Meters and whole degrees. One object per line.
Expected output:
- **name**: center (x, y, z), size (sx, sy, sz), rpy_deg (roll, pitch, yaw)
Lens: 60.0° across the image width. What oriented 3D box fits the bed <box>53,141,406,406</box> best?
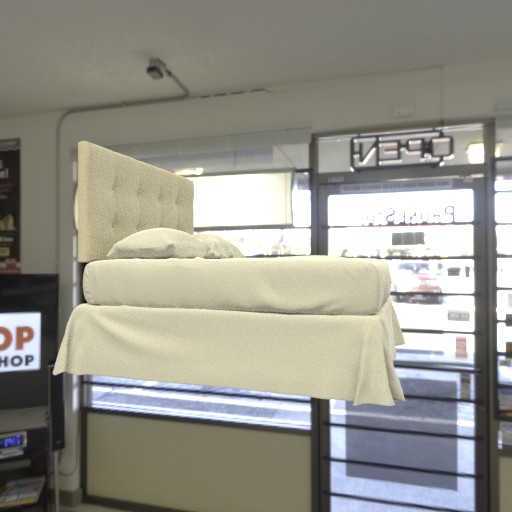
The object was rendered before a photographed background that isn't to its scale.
- **bed**: center (0.000, 0.000, 3.479), size (2.222, 1.577, 1.936), rpy_deg (0, 0, 19)
